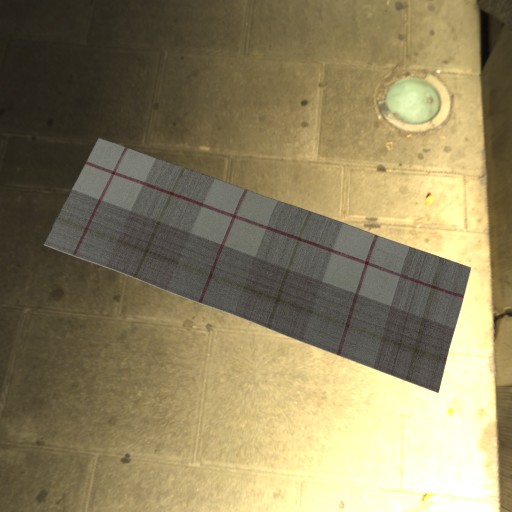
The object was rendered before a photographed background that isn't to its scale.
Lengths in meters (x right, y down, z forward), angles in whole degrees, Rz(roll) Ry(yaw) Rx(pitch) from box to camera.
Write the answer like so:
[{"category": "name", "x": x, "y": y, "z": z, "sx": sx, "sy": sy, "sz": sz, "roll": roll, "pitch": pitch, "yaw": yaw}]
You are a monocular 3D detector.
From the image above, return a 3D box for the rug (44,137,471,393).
[{"category": "rug", "x": 0.000, "y": 0.000, "z": 2.641, "sx": 2.439, "sy": 0.013, "sz": 0.762, "roll": 20, "pitch": 76, "yaw": 5}]
